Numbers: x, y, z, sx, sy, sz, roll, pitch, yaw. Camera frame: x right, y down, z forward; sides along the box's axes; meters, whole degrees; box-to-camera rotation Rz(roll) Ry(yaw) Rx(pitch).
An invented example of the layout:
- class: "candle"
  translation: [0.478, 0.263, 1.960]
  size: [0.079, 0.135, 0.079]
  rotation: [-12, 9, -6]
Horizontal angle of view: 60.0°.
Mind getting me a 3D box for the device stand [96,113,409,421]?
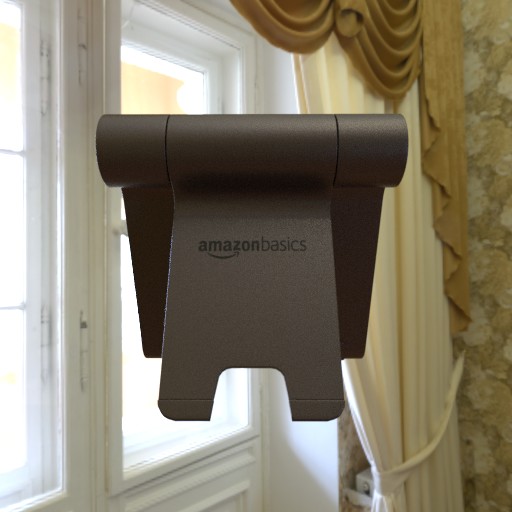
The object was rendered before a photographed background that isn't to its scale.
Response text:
- class: "device stand"
  translation: [0.000, 0.000, 0.150]
  size: [0.088, 0.084, 0.079]
  rotation: [0, 0, 0]
